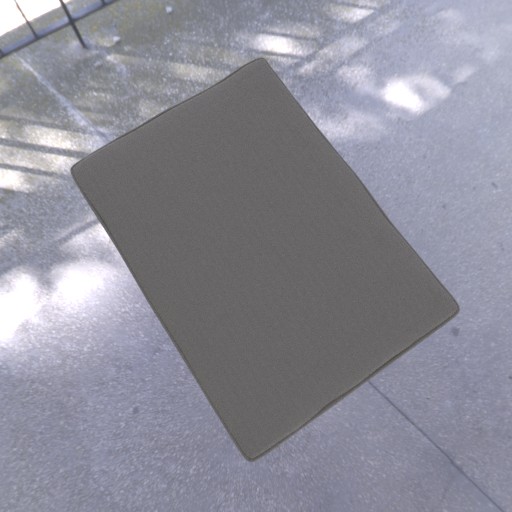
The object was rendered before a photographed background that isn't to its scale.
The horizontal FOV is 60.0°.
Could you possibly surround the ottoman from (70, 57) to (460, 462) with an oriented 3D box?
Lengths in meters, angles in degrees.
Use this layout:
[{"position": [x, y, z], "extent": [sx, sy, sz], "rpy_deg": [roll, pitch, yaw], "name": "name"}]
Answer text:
[{"position": [0.000, 0.000, 1.332], "extent": [0.703, 0.479, 0.944], "rpy_deg": [-33, 77, -9], "name": "ottoman"}]
